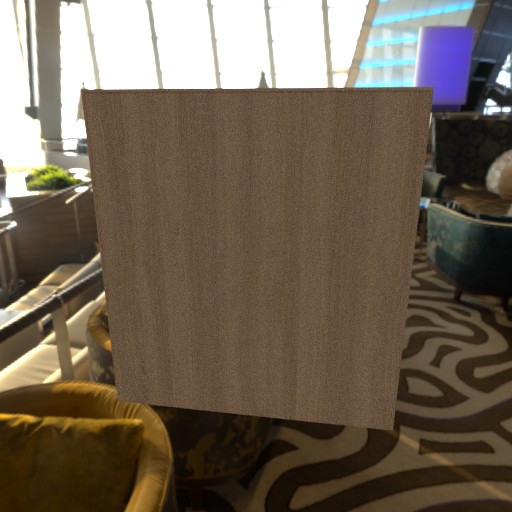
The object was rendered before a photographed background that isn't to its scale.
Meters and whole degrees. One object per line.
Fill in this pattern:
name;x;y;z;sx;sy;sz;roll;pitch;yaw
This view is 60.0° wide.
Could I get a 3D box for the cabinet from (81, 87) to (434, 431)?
cabinet;0.000;0.000;2.936;1.870;2.060;0.620;3;19;9
